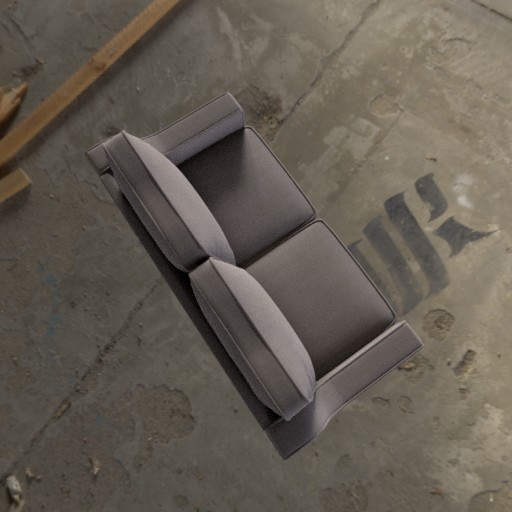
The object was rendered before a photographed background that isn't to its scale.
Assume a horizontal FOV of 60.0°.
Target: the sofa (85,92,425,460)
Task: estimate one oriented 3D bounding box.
[{"bbox_3d":[0.000,0.000,2.066,0.791,0.948,1.500,-34,78,-8],"label":"sofa"}]
